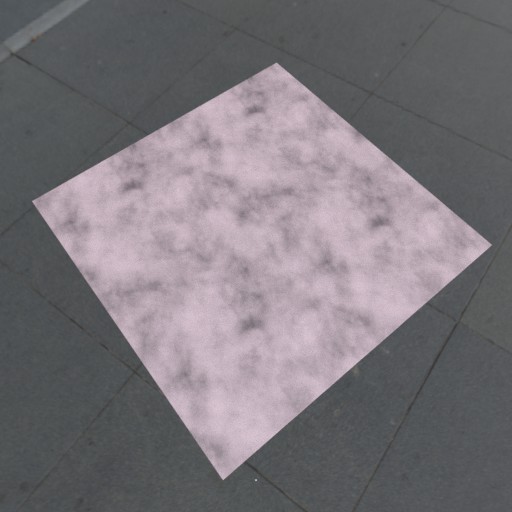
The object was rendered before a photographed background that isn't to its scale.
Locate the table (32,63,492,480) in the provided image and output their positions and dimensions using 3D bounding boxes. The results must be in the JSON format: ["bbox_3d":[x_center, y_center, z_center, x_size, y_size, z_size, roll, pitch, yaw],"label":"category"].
[{"bbox_3d":[0.000,0.000,1.043,0.670,0.305,0.670,-36,68,-16],"label":"table"}]
